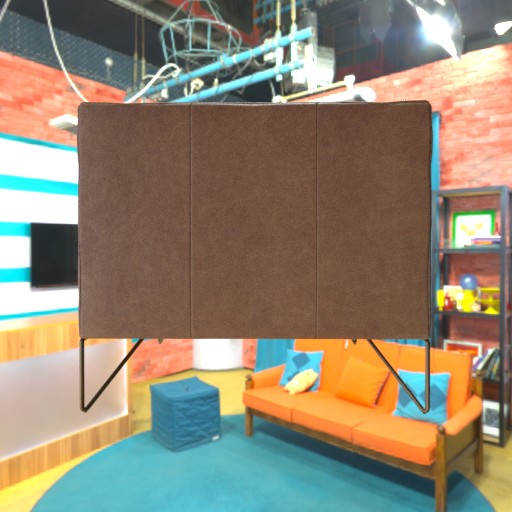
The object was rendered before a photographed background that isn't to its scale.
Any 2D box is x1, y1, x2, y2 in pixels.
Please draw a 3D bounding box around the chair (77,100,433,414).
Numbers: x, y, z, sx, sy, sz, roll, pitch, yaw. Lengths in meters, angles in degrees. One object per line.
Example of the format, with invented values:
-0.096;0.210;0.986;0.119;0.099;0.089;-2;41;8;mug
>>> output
0.000;0.000;1.555;0.920;0.797;0.912;0;1;1;chair
